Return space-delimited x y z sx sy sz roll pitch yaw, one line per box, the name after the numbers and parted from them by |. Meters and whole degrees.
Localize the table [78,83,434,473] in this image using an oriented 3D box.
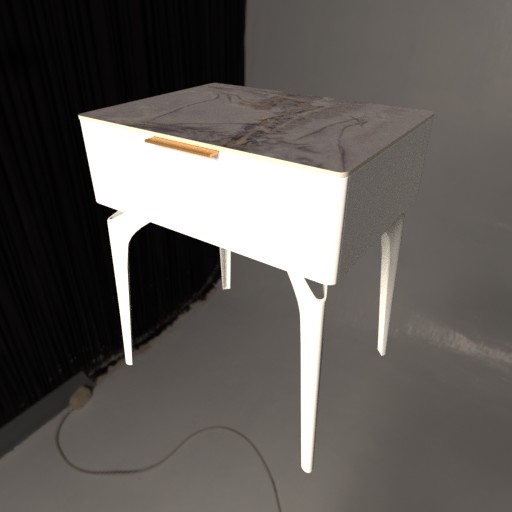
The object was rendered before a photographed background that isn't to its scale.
0.000 0.000 0.909 0.500 0.570 0.400 20 36 29 | table
